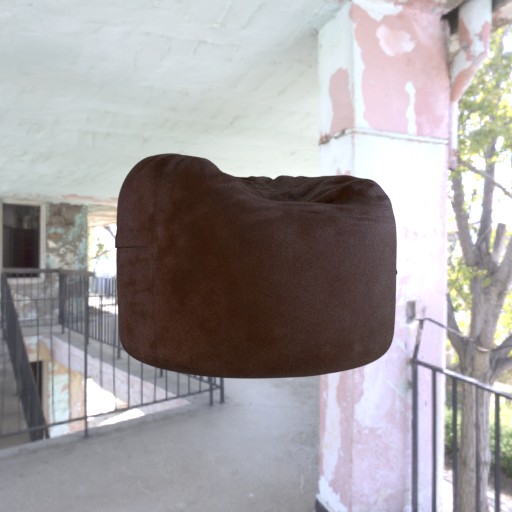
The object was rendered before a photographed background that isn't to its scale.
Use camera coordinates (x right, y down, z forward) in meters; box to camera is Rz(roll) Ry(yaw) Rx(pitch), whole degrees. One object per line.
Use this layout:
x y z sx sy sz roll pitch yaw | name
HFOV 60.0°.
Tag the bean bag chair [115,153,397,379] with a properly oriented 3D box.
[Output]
0.000 0.000 1.510 0.918 0.616 0.918 0 0 0 | bean bag chair
